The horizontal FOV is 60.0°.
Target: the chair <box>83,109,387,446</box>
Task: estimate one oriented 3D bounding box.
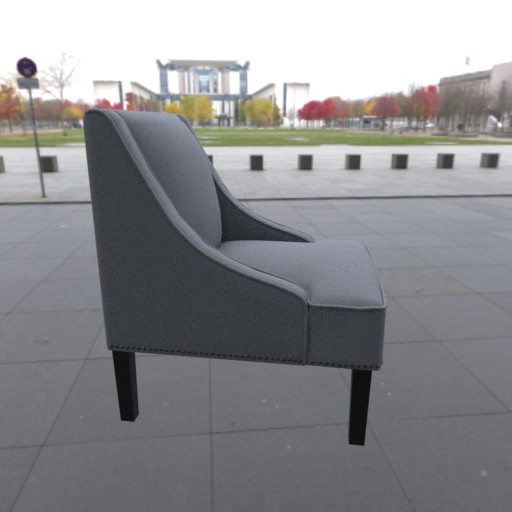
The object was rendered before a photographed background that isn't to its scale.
[{"bbox_3d":[0.000,0.000,1.394,0.747,0.867,0.631,3,17,8],"label":"chair"}]
